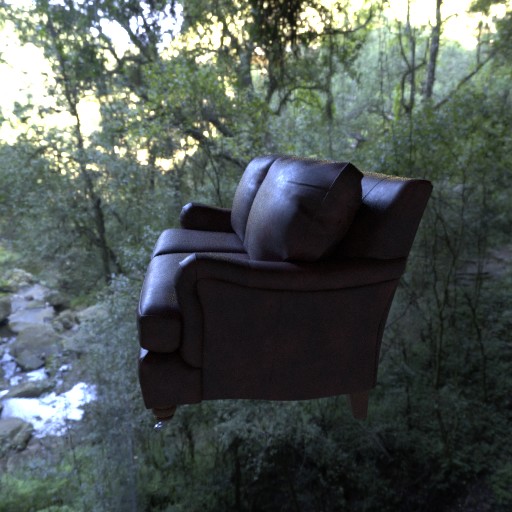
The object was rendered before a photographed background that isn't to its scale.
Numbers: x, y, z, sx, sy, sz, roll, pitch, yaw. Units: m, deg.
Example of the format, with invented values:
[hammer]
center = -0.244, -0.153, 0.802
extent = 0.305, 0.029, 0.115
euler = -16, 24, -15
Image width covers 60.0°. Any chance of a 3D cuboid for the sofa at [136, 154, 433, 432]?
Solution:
[sofa]
center = 0.000, 0.000, 2.409
extent = 1.148, 1.070, 1.628
euler = -2, 14, -8
